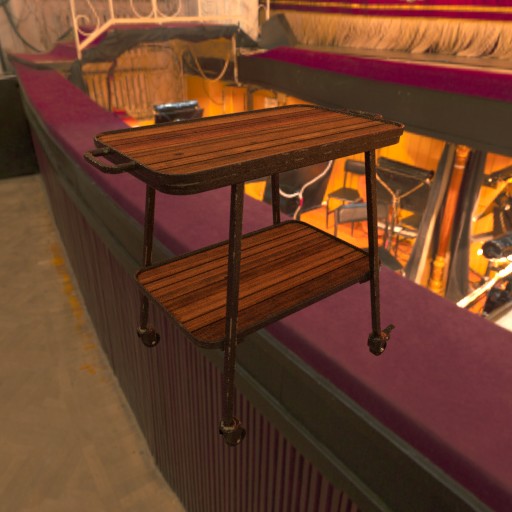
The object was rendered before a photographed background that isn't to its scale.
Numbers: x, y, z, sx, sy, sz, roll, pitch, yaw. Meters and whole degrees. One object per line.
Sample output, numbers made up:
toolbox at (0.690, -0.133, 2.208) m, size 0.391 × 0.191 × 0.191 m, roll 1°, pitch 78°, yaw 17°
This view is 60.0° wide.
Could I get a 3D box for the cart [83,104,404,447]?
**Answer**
cart at (0.000, 0.000, 1.244) m, size 0.806 × 0.700 × 0.515 m, roll -20°, pitch 34°, yaw -32°
